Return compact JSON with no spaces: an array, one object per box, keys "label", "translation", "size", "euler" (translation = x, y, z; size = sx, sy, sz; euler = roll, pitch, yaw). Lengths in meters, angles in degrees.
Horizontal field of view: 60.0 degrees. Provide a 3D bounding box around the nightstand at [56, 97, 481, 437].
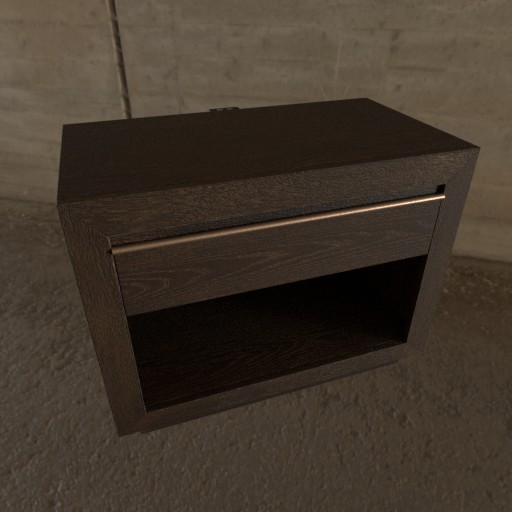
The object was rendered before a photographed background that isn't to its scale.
[{"label":"nightstand","translation":[0.000,0.000,1.099],"size":[0.775,0.612,0.457],"euler":[-11,34,-16]}]
